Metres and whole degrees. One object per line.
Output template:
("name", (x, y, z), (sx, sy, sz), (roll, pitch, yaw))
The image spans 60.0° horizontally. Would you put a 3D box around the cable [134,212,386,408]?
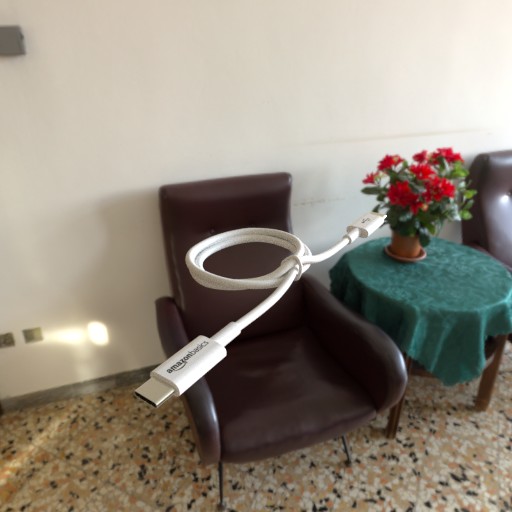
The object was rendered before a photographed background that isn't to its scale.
("cable", (0.000, 0.000, 0.232), (0.070, 0.014, 0.203), (17, 32, 31))
